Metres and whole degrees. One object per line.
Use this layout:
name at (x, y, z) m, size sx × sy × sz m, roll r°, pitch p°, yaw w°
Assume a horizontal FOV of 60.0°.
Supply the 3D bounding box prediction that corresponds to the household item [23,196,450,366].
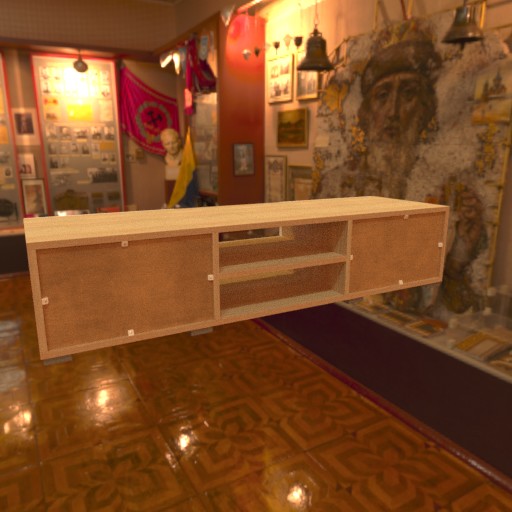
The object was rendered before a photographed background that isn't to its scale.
household item at (0.000, 0.000, 1.539) m, size 1.400 × 0.310 × 0.420 m, roll -7°, pitch 15°, yaw -27°
